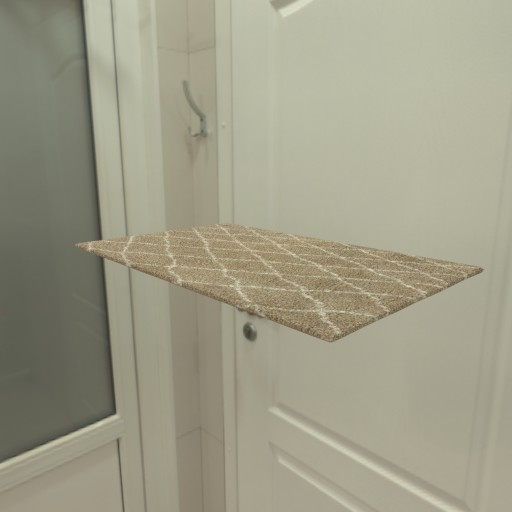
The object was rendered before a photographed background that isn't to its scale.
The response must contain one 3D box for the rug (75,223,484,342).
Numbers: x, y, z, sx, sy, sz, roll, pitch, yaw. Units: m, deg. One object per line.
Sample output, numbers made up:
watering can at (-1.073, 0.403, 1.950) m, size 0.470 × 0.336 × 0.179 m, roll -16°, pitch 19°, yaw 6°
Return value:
rug at (0.000, 0.000, 3.044) m, size 1.524 × 0.030 × 2.438 m, roll -12°, pitch 18°, yaw -42°
